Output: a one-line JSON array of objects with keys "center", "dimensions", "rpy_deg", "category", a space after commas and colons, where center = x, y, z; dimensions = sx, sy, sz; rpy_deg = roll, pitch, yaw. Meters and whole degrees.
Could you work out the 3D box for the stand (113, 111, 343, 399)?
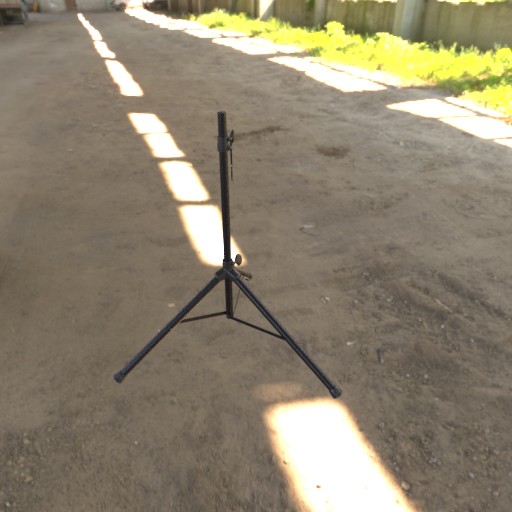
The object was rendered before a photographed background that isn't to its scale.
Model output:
[{"center": [0.000, 0.000, 1.856], "dimensions": [0.907, 1.136, 1.045], "rpy_deg": [21, 37, 31], "category": "stand"}]
